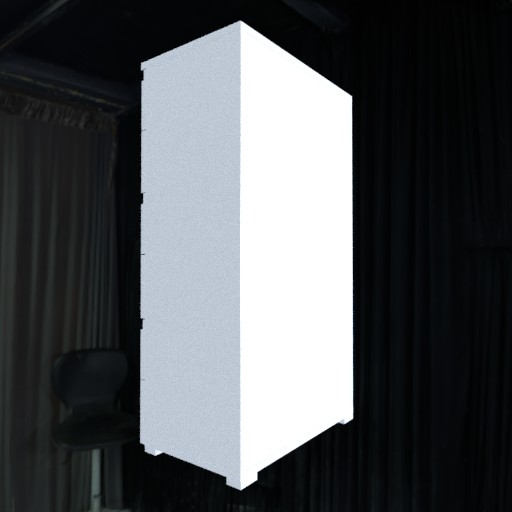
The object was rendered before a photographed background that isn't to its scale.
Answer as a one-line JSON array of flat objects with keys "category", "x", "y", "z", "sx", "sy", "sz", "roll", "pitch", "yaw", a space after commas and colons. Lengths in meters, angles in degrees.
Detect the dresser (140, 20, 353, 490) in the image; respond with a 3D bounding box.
[{"category": "dresser", "x": 0.000, "y": 0.000, "z": 1.501, "sx": 0.400, "sy": 1.190, "sz": 0.650, "roll": -1, "pitch": -1, "yaw": 37}]
